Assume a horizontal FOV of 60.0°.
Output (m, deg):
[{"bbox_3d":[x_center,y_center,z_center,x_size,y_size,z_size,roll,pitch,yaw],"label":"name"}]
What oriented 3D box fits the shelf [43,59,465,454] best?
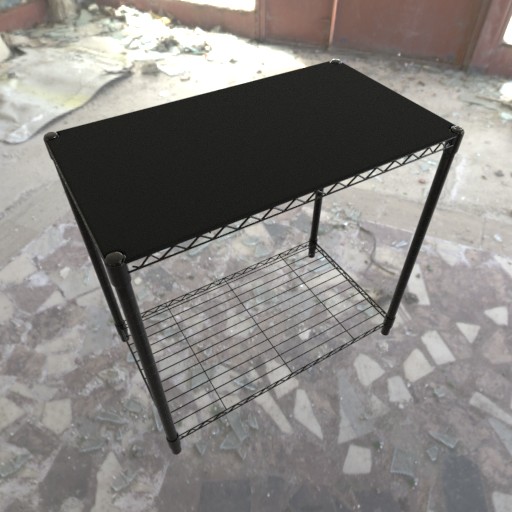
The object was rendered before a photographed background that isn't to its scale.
[{"bbox_3d":[0.000,0.000,0.903,0.589,0.564,0.338,-23,50,-21],"label":"shelf"}]
